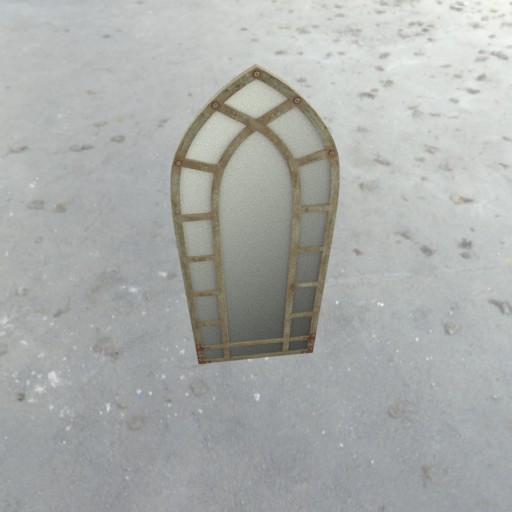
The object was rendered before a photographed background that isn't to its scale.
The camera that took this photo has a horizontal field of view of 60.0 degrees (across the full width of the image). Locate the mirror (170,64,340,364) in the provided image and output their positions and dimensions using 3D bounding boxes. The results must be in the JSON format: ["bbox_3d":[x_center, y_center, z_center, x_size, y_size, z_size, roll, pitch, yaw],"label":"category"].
[{"bbox_3d":[0.000,0.000,1.367,0.464,1.175,0.025,-5,47,-5],"label":"mirror"}]
